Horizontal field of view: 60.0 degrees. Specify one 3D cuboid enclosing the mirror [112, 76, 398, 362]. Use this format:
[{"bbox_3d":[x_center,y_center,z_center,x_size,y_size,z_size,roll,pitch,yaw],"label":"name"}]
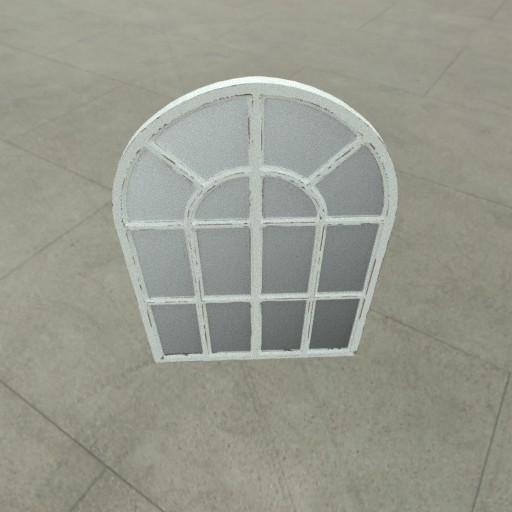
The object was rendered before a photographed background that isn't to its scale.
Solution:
[{"bbox_3d":[0.000,0.000,1.143,0.660,0.920,0.032,-2,45,-2],"label":"mirror"}]
